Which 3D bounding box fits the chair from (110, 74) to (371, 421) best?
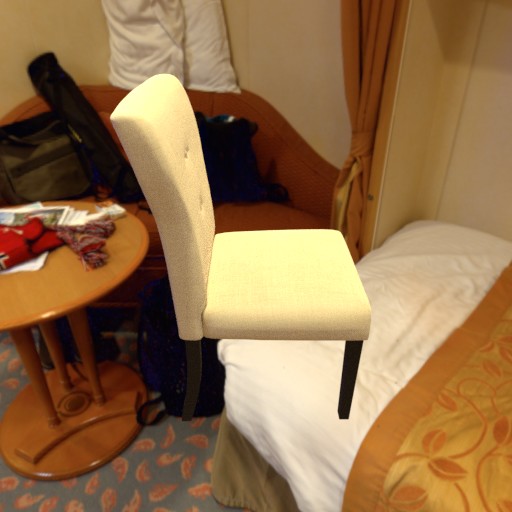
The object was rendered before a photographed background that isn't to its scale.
[{"bbox_3d":[0.000,0.000,1.280,0.597,0.921,0.509,-1,31,-1],"label":"chair"}]
